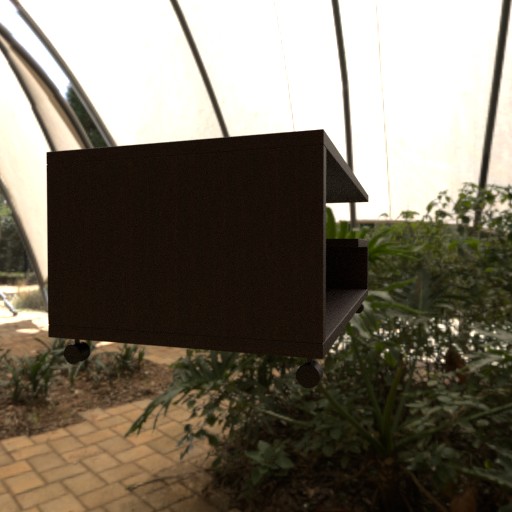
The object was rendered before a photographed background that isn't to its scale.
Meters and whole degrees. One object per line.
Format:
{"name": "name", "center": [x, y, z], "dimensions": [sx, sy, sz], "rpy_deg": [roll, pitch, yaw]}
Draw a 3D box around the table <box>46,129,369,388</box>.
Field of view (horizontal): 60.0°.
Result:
{"name": "table", "center": [0.000, 0.000, 1.350], "dimensions": [0.590, 0.460, 1.050], "rpy_deg": [0, 1, 18]}
